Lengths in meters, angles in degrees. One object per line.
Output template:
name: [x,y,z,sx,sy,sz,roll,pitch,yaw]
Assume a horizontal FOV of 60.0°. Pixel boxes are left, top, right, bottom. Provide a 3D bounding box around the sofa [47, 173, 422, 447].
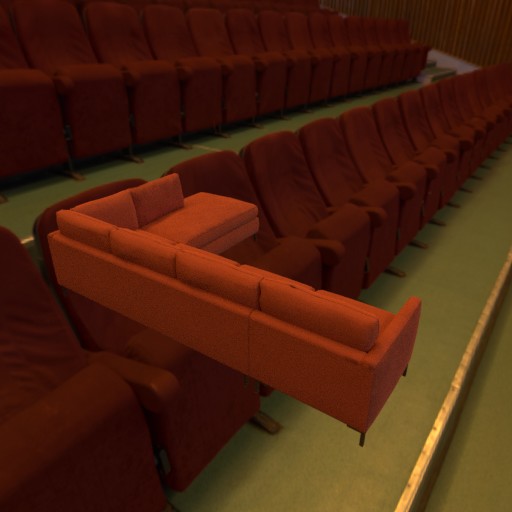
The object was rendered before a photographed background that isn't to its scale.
sofa: [0.000,0.000,3.530,2.736,0.757,1.879,17,31,31]
